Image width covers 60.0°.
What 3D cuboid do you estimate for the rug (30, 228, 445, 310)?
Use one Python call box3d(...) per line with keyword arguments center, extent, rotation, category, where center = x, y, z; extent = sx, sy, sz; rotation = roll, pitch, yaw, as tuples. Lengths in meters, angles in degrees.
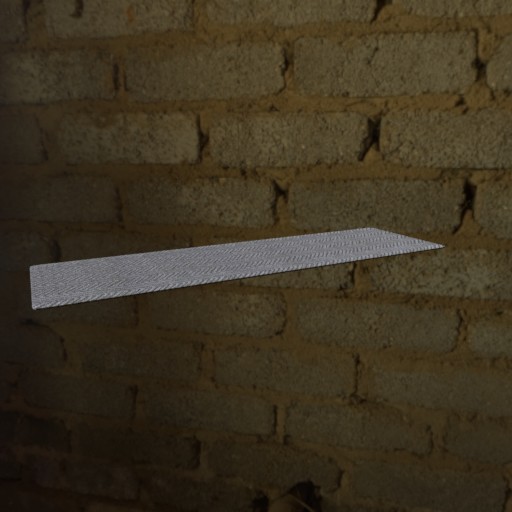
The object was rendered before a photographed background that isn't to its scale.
box3d(center=(0.000, 0.000, 2.508), extent=(2.286, 0.008, 0.686), rotation=(-7, 16, -26), category="rug")
